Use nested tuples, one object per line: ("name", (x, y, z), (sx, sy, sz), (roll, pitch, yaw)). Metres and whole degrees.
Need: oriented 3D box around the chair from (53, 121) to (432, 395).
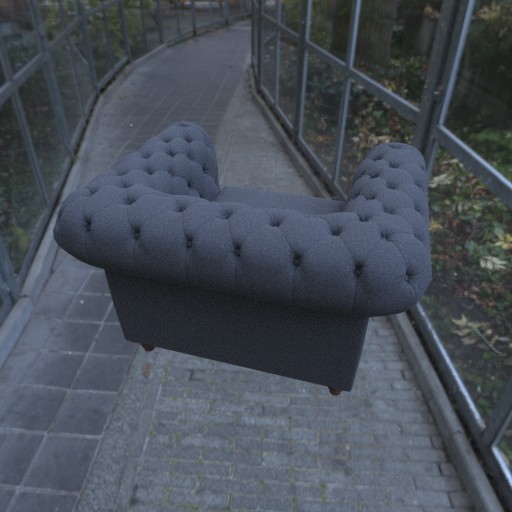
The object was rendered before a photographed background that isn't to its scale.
("chair", (0.000, 0.000, 1.841), (1.270, 0.770, 0.976), (9, 35, 14))
